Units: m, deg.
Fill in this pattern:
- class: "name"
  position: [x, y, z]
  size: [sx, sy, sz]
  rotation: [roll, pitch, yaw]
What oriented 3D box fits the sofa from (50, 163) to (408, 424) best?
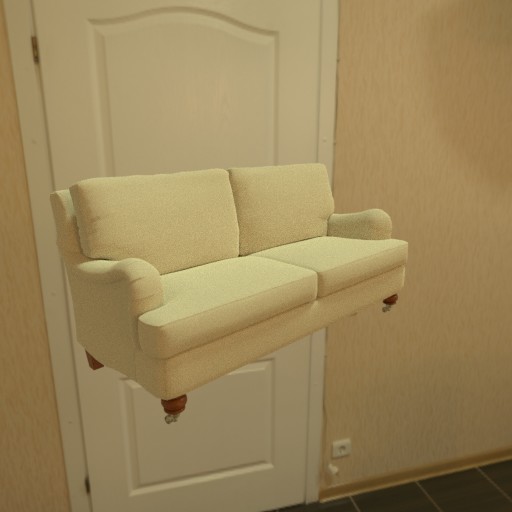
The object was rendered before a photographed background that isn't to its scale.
- class: "sofa"
  position: [0.000, 0.000, 2.836]
  size: [2.159, 1.087, 1.086]
  rotation: [-14, 21, -43]
